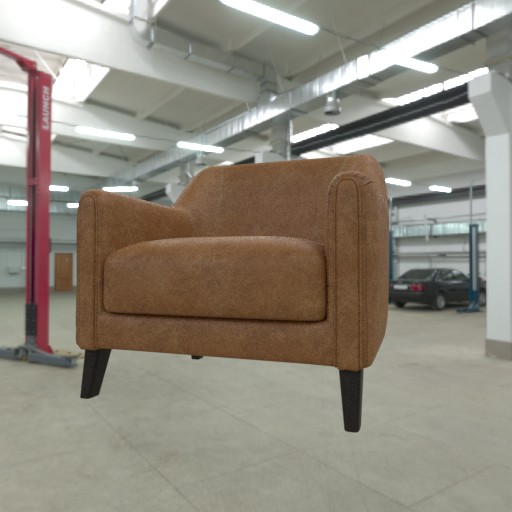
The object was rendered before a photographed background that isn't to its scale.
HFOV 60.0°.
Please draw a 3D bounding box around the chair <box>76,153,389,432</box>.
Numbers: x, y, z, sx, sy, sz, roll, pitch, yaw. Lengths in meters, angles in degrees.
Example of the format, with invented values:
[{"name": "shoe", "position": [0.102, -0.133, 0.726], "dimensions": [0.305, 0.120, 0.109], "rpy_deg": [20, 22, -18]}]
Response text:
[{"name": "chair", "position": [0.000, 0.000, 1.811], "dimensions": [1.037, 0.980, 1.034], "rpy_deg": [0, -1, 20]}]
